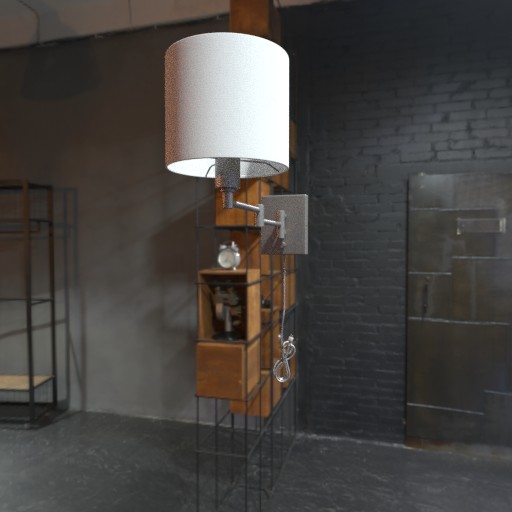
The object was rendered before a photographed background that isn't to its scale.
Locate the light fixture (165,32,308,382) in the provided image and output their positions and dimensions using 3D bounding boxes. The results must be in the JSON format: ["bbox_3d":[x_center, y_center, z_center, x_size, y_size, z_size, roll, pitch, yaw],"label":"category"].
[{"bbox_3d":[0.000,0.000,0.892,0.203,0.651,0.516,0,2,18],"label":"light fixture"}]
